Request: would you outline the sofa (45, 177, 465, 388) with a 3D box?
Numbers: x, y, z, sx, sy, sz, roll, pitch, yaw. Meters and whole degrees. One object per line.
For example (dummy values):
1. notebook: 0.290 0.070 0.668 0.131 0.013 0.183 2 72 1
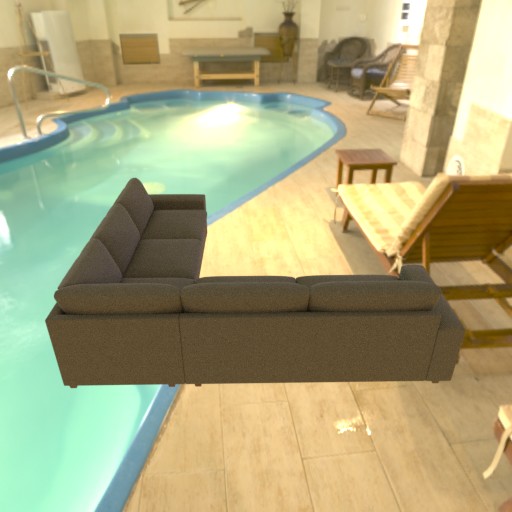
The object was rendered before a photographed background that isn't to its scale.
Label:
1. sofa: 0.000 0.000 4.794 3.277 0.965 2.895 -1 30 -1
